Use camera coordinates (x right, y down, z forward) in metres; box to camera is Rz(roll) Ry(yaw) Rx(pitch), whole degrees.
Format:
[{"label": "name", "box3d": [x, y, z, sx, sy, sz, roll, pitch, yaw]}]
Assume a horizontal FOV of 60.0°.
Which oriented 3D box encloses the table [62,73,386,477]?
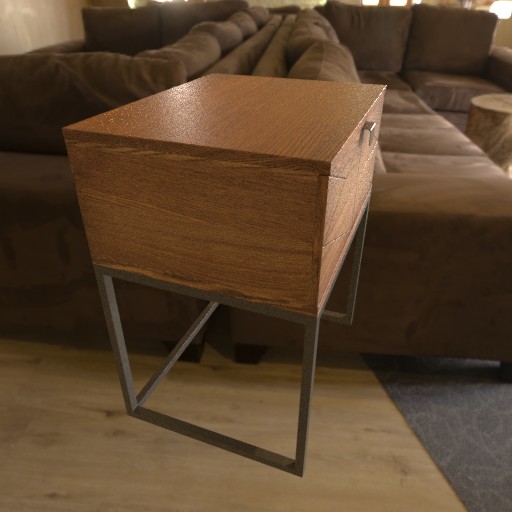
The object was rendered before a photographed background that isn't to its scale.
[{"label": "table", "box3d": [0.000, 0.000, 0.913, 0.400, 0.610, 0.482, 12, 33, 18]}]
